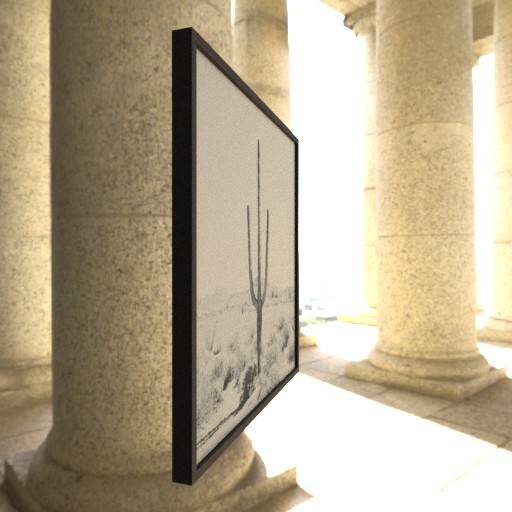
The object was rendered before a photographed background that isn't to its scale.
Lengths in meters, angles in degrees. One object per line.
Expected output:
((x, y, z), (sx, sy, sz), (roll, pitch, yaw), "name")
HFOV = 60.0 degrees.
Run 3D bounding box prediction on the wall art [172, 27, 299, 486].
((0.000, 0.000, 1.101), (0.038, 0.762, 0.762), (0, 0, 19), "wall art")
